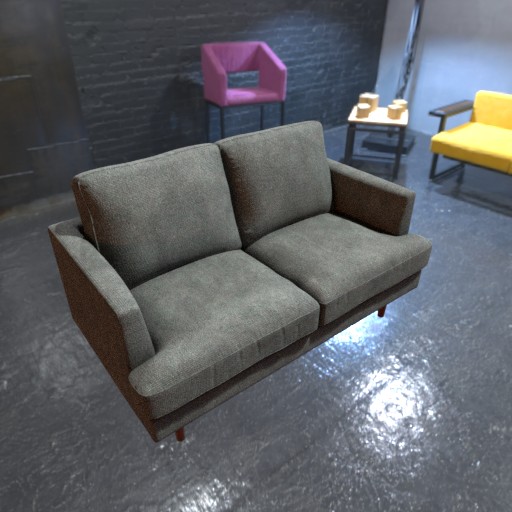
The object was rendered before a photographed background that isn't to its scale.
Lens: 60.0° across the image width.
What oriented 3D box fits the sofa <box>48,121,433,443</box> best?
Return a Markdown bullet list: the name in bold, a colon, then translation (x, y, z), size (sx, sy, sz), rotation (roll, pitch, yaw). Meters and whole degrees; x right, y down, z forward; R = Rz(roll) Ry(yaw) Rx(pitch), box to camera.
- **sofa**: translation (0.000, 0.000, 2.082), size (1.582, 0.956, 0.903), rotation (-22, 38, -31)
